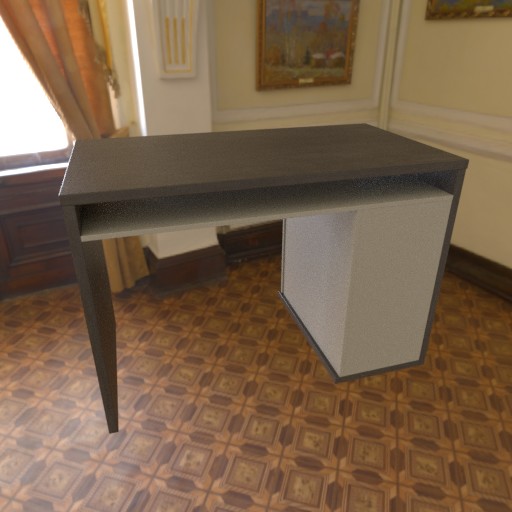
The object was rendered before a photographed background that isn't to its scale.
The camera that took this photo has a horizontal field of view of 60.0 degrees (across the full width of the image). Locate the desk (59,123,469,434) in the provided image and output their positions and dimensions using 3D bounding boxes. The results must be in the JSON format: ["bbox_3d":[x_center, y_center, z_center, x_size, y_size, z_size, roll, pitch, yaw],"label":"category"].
[{"bbox_3d":[0.000,0.000,1.556,1.100,0.750,0.600,-8,28,-15],"label":"desk"}]
